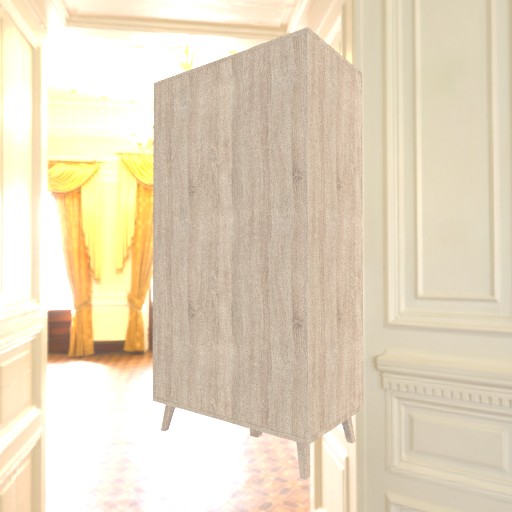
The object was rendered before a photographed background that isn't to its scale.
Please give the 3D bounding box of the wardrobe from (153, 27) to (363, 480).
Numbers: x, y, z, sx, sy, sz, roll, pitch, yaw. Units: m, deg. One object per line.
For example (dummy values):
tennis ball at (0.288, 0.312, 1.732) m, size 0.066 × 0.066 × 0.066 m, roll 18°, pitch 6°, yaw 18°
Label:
wardrobe at (0.000, 0.000, 2.434) m, size 1.000 × 1.960 × 0.600 m, roll 0°, pitch -1°, yaw 37°
